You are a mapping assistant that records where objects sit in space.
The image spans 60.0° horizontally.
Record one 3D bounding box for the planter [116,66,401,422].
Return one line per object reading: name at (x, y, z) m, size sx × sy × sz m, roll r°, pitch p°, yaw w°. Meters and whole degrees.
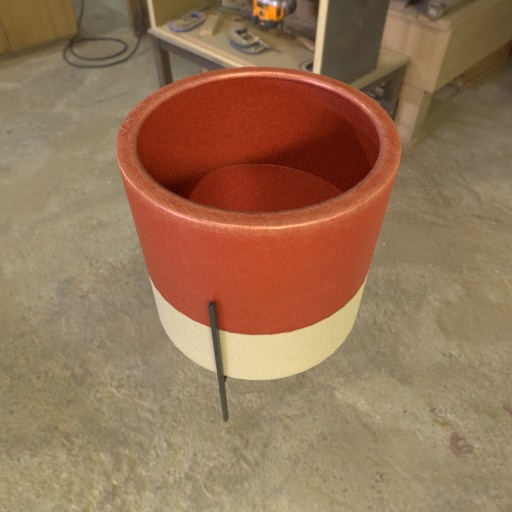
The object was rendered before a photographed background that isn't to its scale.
planter at (0.000, 0.000, 0.712) m, size 0.345 × 0.465 × 0.354 m, roll -34°, pitch 56°, yaw -27°
